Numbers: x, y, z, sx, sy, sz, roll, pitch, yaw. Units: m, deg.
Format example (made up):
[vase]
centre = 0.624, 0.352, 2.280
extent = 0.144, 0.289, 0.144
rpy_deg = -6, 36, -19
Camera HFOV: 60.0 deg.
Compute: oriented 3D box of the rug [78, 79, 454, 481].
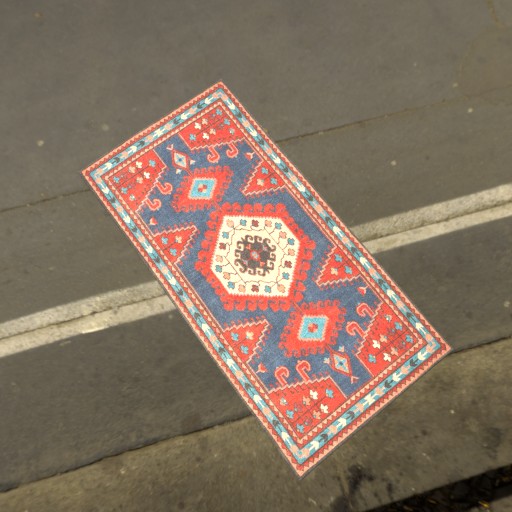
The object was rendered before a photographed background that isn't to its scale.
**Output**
[rug]
centre = 0.000, 0.000, 3.590
extent = 1.522, 0.034, 3.032
rpy_deg = -36, 78, -9
